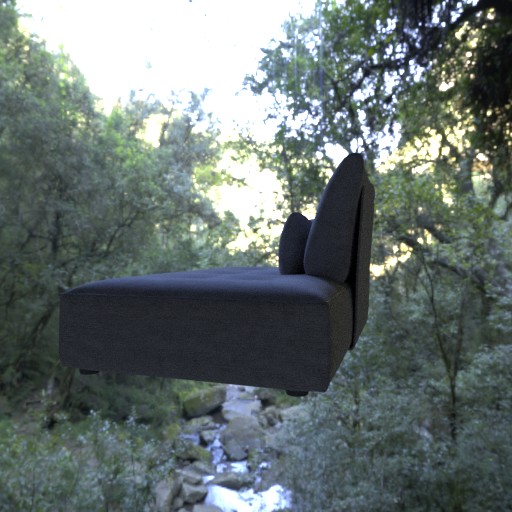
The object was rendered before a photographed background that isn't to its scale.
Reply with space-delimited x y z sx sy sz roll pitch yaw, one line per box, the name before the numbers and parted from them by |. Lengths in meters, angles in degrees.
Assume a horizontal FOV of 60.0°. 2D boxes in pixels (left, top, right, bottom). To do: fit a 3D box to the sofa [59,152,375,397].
sofa | 0.000 0.000 2.054 1.002 0.820 1.450 0 1 18
